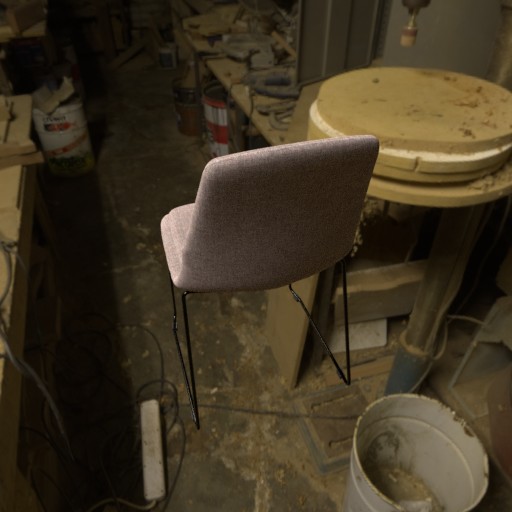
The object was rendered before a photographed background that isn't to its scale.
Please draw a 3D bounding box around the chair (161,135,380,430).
[{"bbox_3d":[0.000,0.000,1.162,0.479,0.858,0.518,-12,41,-14],"label":"chair"}]
